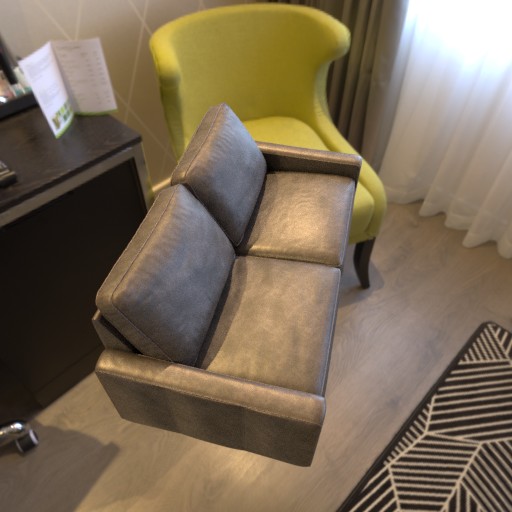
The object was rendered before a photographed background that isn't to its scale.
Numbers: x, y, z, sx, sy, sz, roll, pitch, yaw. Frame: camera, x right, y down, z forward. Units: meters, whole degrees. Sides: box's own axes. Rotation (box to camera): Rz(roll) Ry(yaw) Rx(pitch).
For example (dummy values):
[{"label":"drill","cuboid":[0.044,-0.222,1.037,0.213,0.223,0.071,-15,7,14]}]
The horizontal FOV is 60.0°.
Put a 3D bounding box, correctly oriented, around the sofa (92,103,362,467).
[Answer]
[{"label":"sofa","cuboid":[0.000,0.000,2.336,0.939,0.916,1.732,10,49,9]}]
